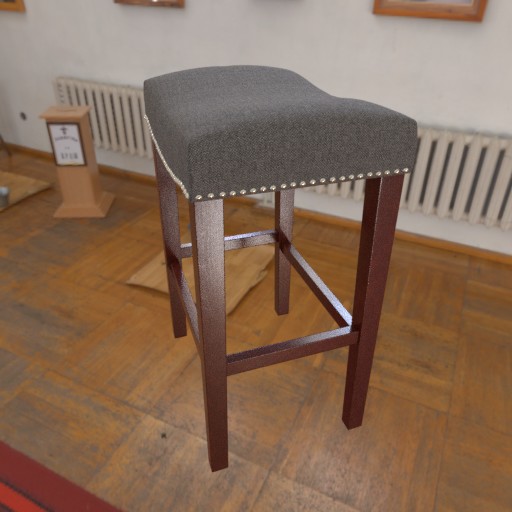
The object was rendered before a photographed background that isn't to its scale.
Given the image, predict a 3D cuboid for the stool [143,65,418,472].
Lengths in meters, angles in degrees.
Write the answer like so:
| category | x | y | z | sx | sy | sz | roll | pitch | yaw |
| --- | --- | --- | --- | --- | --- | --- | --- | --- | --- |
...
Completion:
| category | x | y | z | sx | sy | sz | roll | pitch | yaw |
| --- | --- | --- | --- | --- | --- | --- | --- | --- | --- |
| stool | 0.000 | 0.000 | 1.000 | 0.372 | 0.742 | 0.504 | -10 | 33 | -16 |
